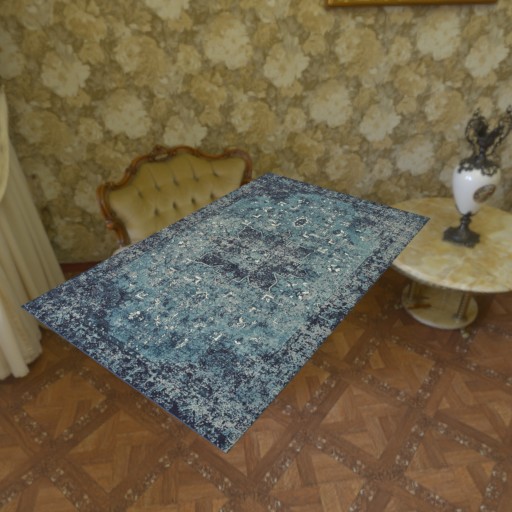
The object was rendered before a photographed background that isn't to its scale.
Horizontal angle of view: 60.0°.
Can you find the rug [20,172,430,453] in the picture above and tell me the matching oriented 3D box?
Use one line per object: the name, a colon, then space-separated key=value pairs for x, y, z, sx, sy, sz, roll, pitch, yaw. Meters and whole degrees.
rug: x=0.000 y=0.000 z=2.955 sx=1.525 sy=0.007 sz=2.440 roll=22 pitch=39 yaw=30
